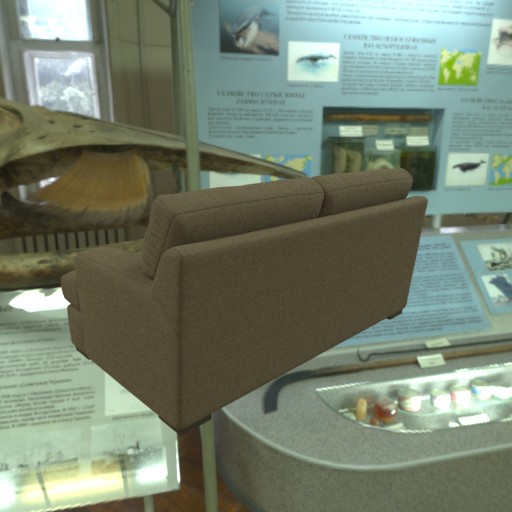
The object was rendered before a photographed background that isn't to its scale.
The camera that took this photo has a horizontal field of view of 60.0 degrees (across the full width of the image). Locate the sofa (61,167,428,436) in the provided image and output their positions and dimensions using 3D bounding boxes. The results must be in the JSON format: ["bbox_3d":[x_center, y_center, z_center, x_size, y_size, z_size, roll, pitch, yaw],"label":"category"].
[{"bbox_3d":[0.000,0.000,2.520,1.869,0.950,1.140,-15,22,-42],"label":"sofa"}]
